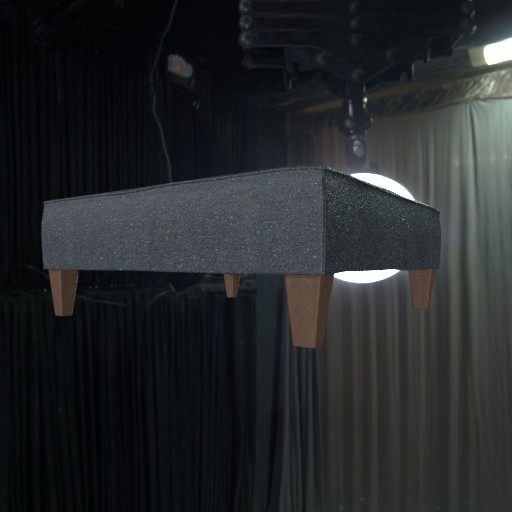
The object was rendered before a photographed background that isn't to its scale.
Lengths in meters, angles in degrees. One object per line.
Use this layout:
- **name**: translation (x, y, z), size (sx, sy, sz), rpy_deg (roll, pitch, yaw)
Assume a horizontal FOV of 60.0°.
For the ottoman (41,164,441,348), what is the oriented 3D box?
- **ottoman**: translation (0.000, 0.000, 1.519), size (1.004, 0.382, 0.968), rpy_deg (0, -1, 35)
